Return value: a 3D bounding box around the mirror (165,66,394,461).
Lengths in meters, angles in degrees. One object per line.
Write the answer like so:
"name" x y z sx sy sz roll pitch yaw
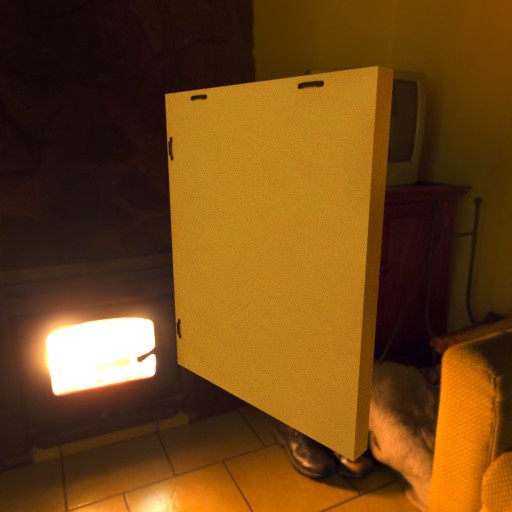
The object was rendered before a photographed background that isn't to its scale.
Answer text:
"mirror" 0.000 0.000 0.697 0.406 0.509 0.041 13 19 43
